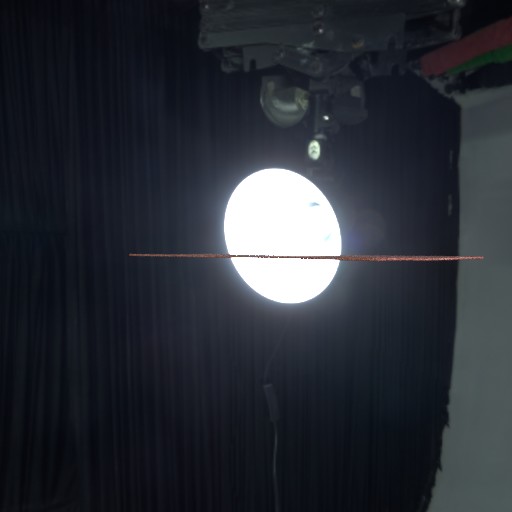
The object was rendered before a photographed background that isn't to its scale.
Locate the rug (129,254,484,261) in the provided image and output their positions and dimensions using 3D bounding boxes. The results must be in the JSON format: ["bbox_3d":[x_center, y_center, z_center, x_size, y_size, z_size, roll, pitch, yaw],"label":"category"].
[{"bbox_3d":[0.000,0.000,2.580,0.687,0.012,2.307,0,1,-36],"label":"rug"}]
